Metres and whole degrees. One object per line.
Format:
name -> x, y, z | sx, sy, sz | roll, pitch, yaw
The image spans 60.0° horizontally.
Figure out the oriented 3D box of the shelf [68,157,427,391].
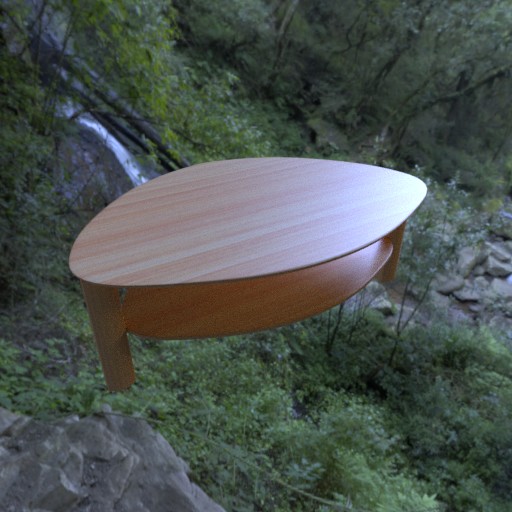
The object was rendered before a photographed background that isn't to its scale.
shelf -> 0.000, 0.000, 1.602 | 1.246, 0.440, 0.845 | -17, 36, -26
